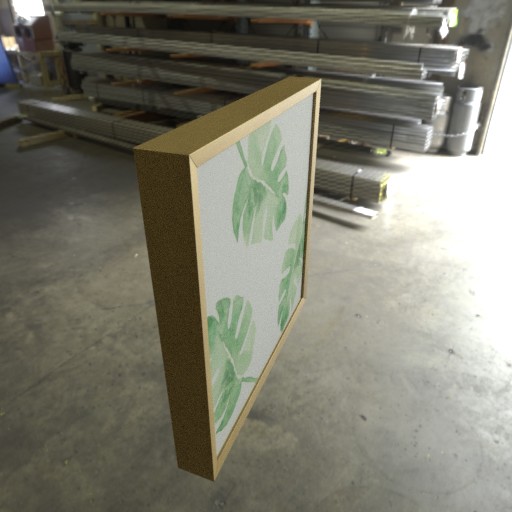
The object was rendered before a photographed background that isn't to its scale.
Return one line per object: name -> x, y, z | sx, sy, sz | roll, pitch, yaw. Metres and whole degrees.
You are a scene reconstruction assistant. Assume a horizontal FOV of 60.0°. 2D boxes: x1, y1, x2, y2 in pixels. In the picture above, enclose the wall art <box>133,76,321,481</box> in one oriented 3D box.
wall art -> 0.000, 0.000, 0.457 | 0.038, 0.305, 0.305 | 11, 32, 19
